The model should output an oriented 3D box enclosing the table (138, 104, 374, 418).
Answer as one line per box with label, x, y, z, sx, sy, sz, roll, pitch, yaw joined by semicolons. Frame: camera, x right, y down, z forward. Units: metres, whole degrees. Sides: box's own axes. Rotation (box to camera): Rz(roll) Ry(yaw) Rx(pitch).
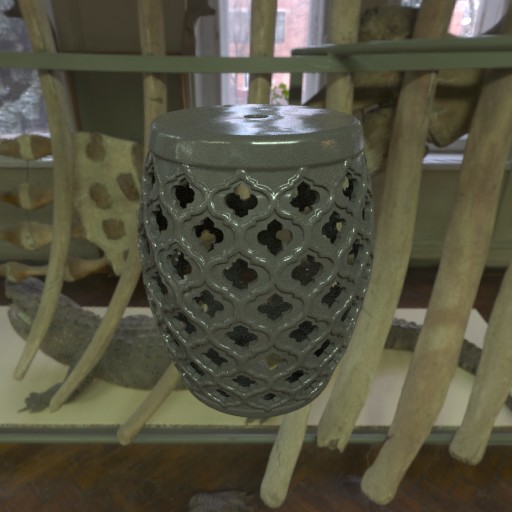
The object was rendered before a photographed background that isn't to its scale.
table;0.000;0.000;0.640;0.325;0.388;0.325;0;26;0
